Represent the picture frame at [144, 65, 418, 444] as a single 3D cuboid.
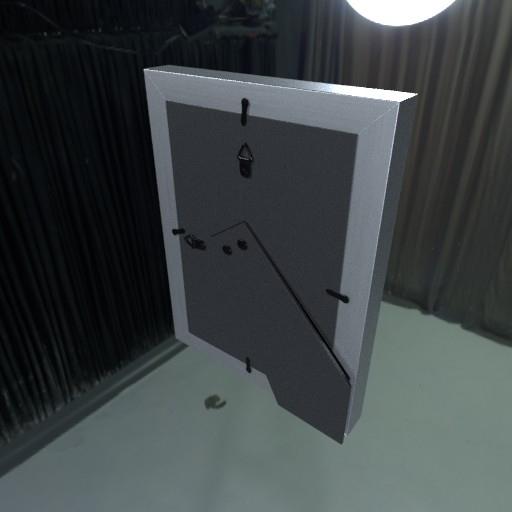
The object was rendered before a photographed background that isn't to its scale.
[{"bbox_3d":[0.000,0.000,0.278,0.157,0.208,0.028,21,36,32],"label":"picture frame"}]
